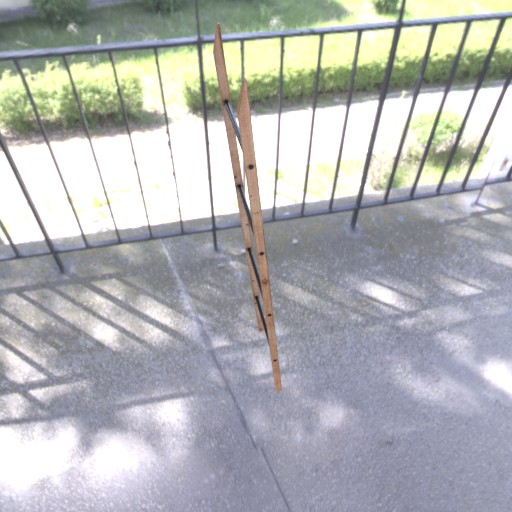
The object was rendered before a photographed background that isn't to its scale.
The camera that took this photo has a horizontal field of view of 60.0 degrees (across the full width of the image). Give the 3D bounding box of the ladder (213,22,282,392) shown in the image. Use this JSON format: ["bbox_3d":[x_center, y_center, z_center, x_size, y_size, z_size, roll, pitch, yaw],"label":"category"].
[{"bbox_3d":[0.000,0.000,1.964,0.200,1.805,0.442,-10,47,-9],"label":"ladder"}]
